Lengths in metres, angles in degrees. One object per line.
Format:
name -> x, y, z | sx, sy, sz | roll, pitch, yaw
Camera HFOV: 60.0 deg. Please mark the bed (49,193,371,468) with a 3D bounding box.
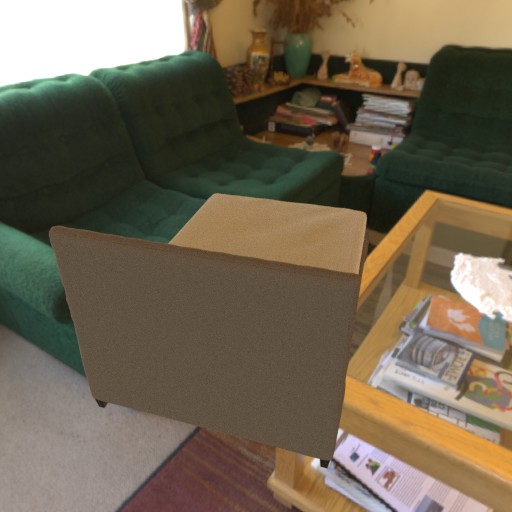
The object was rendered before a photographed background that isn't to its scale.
bed -> 0.000, 0.000, 3.522 | 1.698, 1.427, 2.387 | 9, 33, 14
